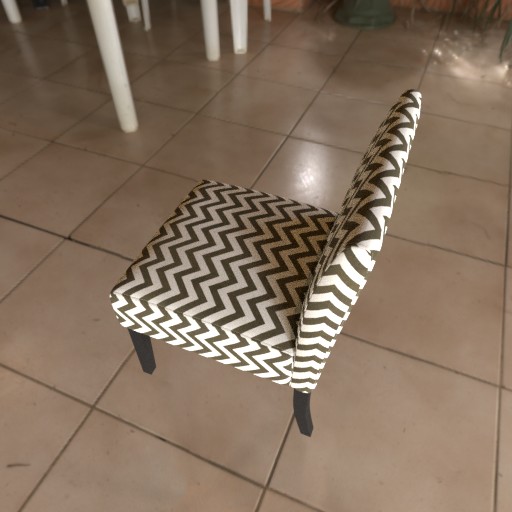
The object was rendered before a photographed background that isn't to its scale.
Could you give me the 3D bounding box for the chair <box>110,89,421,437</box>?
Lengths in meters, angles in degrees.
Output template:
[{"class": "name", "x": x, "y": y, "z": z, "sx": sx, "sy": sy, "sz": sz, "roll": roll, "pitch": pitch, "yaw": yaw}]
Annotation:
[{"class": "chair", "x": 0.000, "y": 0.000, "z": 1.258, "sx": 0.648, "sy": 0.838, "sz": 0.589, "roll": 16, "pitch": 48, "yaw": 15}]
